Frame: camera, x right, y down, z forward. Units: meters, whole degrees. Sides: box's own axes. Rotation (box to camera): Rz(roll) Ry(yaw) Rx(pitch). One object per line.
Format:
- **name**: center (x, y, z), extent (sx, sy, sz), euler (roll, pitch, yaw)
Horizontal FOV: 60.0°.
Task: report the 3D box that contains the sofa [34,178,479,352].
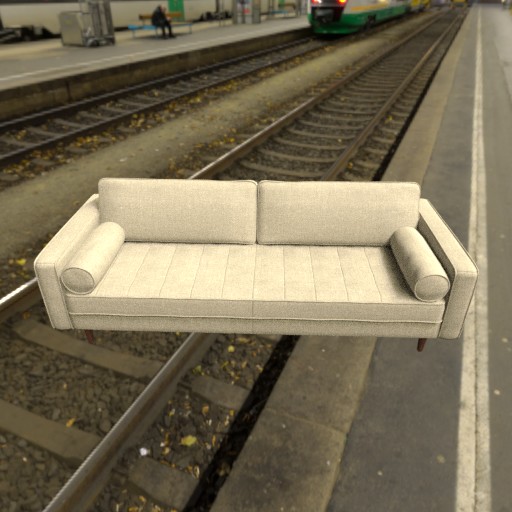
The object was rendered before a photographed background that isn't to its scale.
- **sofa**: center (0.000, 0.000, 2.624), extent (2.211, 0.762, 0.914), euler (1, 31, 2)
